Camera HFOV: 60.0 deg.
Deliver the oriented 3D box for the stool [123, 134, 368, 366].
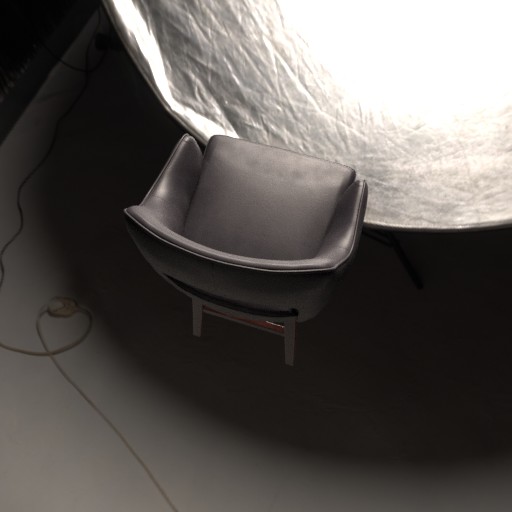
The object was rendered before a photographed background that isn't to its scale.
[{"bbox_3d":[0.000,0.000,1.397,0.550,1.041,0.560,16,66,7],"label":"stool"}]
